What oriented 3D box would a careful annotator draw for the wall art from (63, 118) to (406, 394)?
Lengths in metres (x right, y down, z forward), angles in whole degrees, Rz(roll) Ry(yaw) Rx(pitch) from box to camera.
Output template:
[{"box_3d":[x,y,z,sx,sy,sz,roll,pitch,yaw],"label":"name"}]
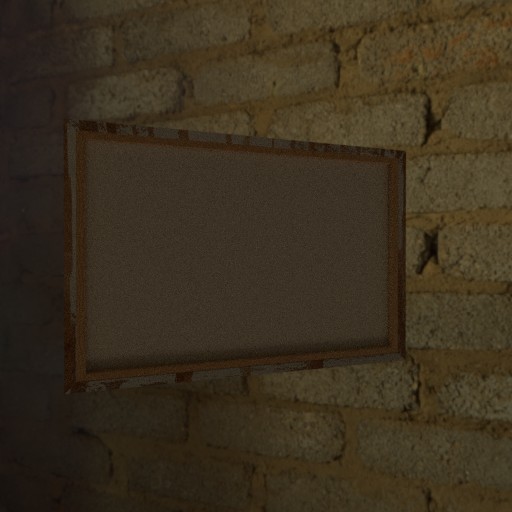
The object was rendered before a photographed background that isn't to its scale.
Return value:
[{"box_3d":[0.000,0.000,1.150,0.914,0.609,0.035,0,0,-20],"label":"wall art"}]
